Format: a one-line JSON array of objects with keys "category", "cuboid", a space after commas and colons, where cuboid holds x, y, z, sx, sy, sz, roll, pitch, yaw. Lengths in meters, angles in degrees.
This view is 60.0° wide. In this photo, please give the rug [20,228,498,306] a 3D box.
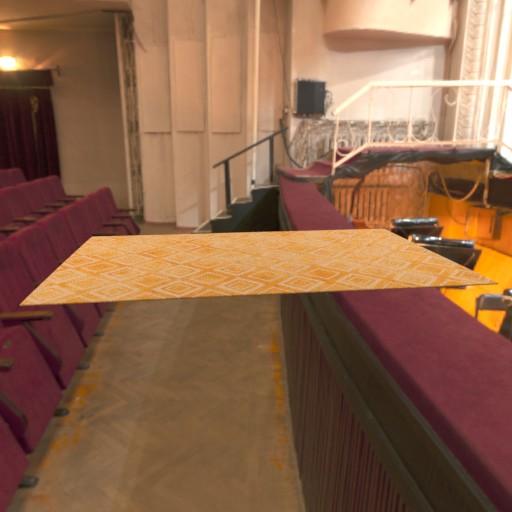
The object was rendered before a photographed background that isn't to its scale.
[{"category": "rug", "cuboid": [0.000, 0.000, 2.934, 2.424, 0.010, 1.511, -2, 15, -7]}]
